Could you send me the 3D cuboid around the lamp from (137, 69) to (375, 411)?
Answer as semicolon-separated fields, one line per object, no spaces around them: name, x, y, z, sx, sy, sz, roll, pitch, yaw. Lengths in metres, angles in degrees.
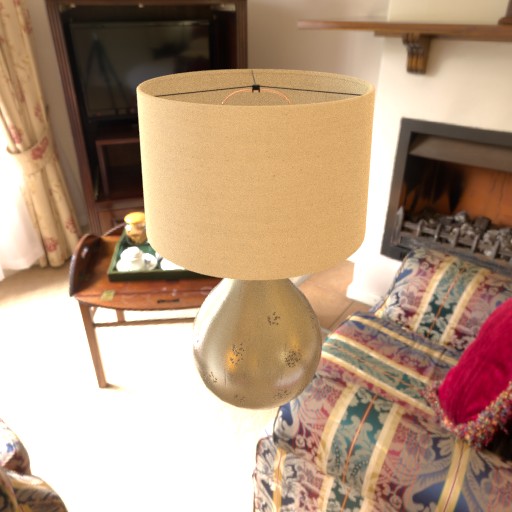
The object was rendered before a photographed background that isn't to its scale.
lamp;0.000;0.000;0.712;0.330;0.521;0.330;0;29;0
